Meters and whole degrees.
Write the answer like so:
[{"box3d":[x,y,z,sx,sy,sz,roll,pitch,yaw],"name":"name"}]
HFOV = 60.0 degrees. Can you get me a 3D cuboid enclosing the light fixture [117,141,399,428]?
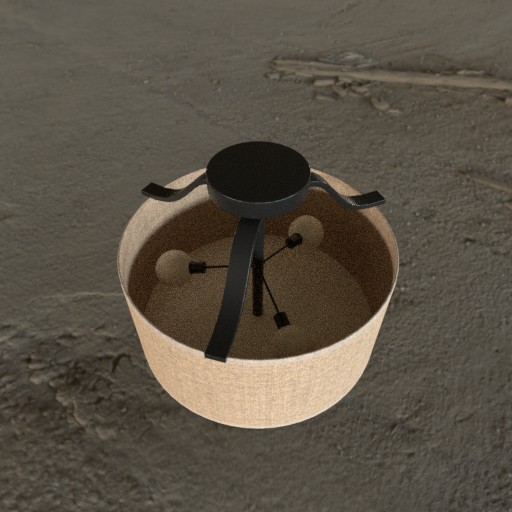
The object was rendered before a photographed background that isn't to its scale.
[{"box3d":[0.000,0.000,0.642,0.390,0.306,0.390,0,46,0],"name":"light fixture"}]
